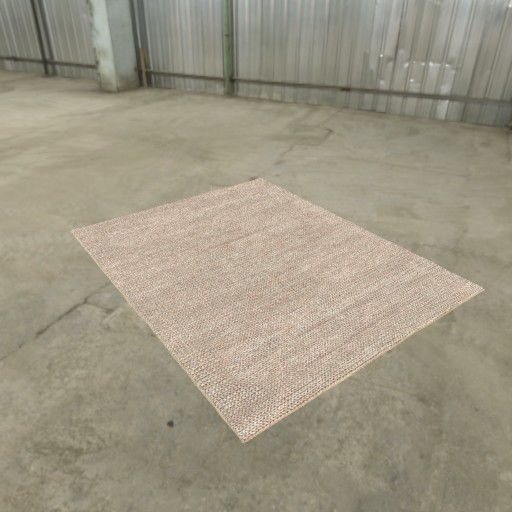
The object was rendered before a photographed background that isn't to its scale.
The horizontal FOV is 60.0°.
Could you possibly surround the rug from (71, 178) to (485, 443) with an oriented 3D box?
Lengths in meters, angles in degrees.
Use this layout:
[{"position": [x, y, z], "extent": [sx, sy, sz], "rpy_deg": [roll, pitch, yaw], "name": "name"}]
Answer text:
[{"position": [0.000, 0.000, 4.061], "extent": [2.429, 0.030, 3.052], "rpy_deg": [-21, 37, -31], "name": "rug"}]
